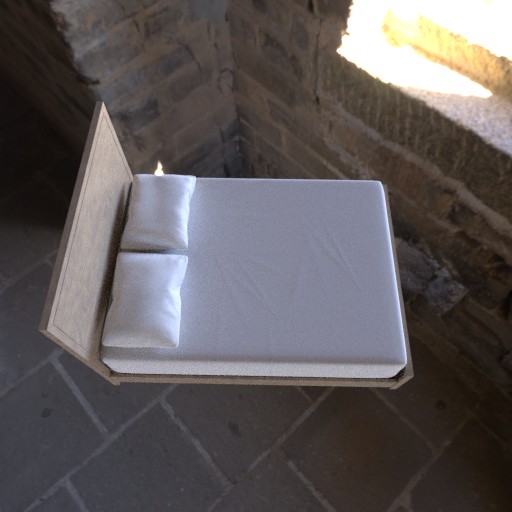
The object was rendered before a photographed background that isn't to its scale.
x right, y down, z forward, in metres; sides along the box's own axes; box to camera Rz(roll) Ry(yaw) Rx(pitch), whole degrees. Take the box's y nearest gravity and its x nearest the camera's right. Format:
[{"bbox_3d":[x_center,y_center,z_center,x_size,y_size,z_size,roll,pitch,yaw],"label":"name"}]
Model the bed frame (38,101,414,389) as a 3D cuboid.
[{"bbox_3d":[0.000,0.000,3.226,2.189,1.369,1.606,1,62,1],"label":"bed frame"}]
